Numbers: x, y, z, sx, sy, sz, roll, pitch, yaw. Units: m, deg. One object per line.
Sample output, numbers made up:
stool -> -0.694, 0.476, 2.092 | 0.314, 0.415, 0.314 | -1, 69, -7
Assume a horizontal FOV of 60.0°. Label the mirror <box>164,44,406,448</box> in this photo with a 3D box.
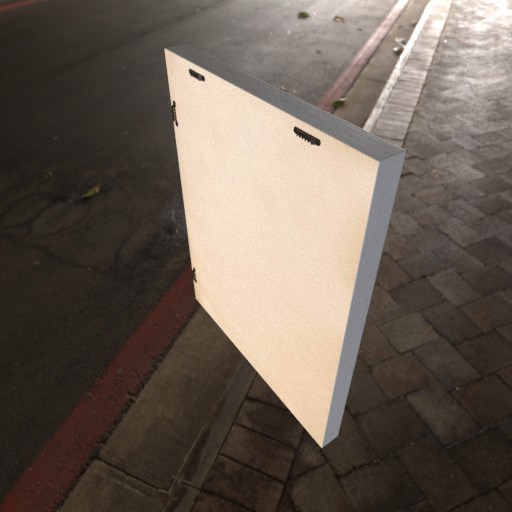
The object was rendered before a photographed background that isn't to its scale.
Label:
mirror -> 0.000, 0.000, 0.674 | 0.041, 0.508, 0.405 | -25, 46, -26
